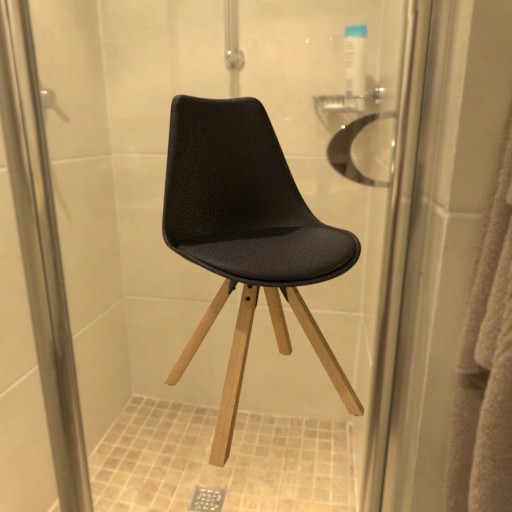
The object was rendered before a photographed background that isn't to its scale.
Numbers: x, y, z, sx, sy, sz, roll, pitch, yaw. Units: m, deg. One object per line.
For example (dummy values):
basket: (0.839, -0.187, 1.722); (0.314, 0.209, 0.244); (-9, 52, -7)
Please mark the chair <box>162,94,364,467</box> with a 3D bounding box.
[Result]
chair: (0.000, 0.000, 1.205); (0.485, 0.850, 0.549); (-8, 18, -26)
